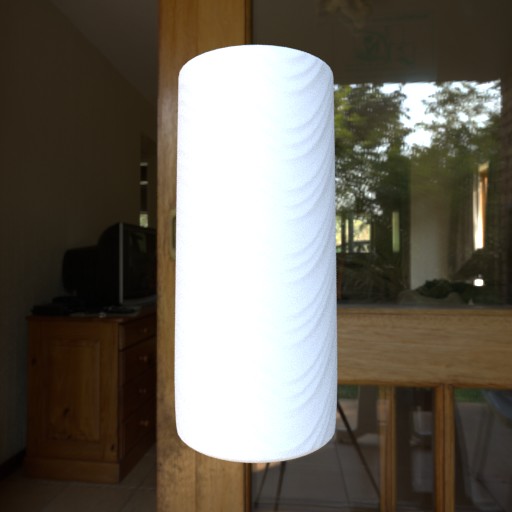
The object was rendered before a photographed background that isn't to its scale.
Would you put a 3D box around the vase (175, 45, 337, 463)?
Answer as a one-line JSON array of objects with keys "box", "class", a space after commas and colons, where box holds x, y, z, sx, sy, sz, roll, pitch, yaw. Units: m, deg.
[{"box": [0.000, 0.000, 0.398, 0.143, 0.316, 0.143, 0, -1, 0], "class": "vase"}]
